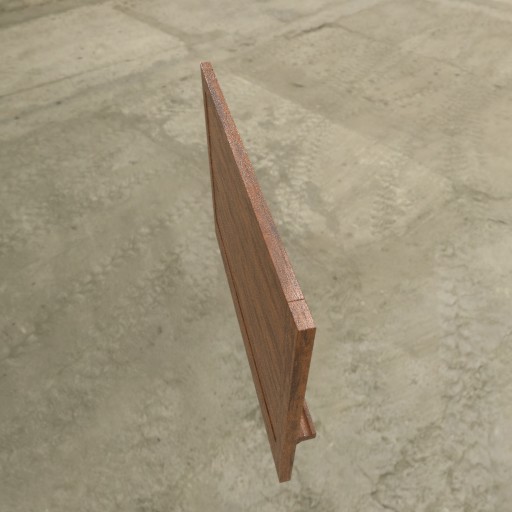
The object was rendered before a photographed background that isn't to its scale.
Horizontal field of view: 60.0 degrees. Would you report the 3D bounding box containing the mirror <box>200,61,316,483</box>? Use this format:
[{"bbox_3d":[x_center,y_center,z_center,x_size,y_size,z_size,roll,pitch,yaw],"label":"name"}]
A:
[{"bbox_3d":[0.000,0.000,0.962,0.084,0.537,0.758,-10,47,-9],"label":"mirror"}]
